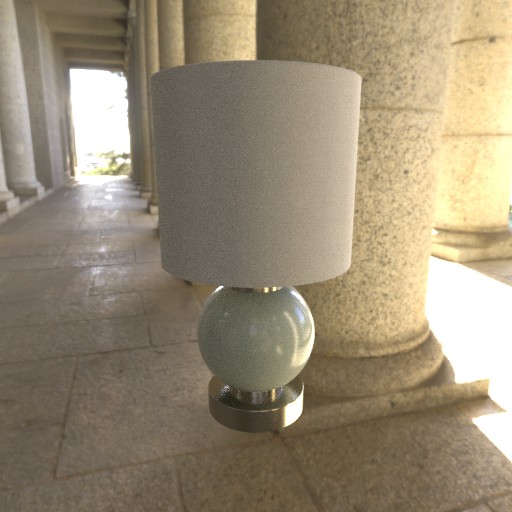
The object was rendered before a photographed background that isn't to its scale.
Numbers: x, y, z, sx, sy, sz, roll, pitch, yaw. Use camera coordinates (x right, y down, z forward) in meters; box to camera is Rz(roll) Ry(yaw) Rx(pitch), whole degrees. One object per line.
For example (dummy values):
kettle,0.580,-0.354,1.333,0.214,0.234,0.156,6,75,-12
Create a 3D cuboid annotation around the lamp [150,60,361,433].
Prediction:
lamp,0.000,0.000,0.473,0.201,0.353,0.201,13,18,42
